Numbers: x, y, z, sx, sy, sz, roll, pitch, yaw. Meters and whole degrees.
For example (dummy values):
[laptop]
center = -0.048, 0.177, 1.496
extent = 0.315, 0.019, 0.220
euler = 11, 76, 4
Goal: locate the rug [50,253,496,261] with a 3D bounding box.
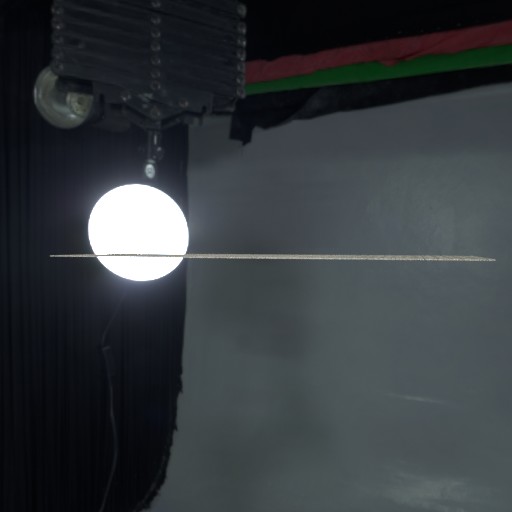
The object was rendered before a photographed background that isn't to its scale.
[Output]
[rug]
center = 0.000, 0.000, 2.652
extent = 2.443, 0.009, 0.706
euler = 0, 1, 19
